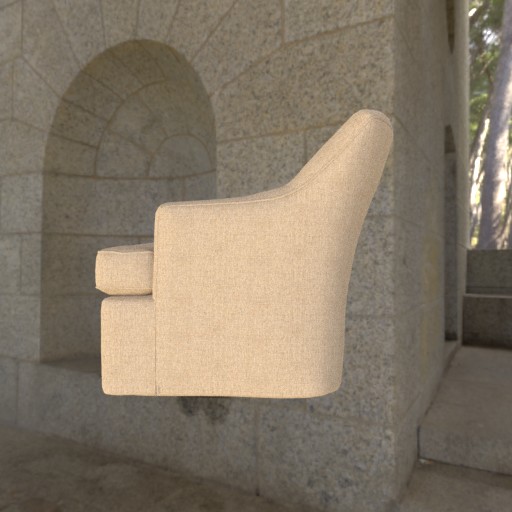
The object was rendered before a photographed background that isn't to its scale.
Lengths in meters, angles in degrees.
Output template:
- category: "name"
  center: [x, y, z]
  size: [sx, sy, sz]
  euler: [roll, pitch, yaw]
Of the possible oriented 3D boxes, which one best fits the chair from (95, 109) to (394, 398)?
- category: "chair"
  center: [0.000, 0.000, 1.619]
  size: [0.923, 0.856, 0.864]
  euler: [0, -1, 1]
